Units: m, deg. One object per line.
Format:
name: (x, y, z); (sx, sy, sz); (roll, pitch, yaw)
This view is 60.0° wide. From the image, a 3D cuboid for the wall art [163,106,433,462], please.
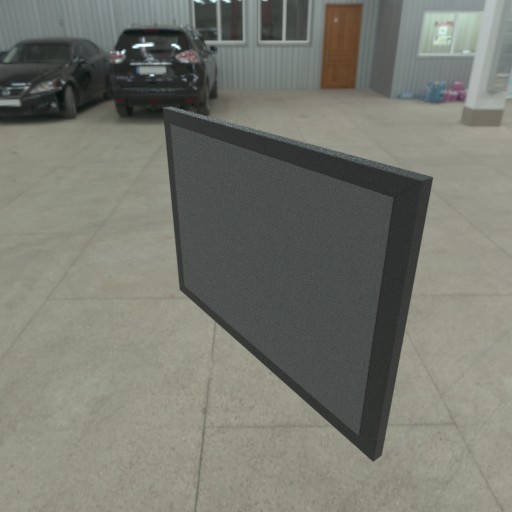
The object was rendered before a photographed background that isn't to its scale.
wall art: (0.000, 0.000, 0.555); (0.016, 0.306, 0.432); (-19, 32, -32)
